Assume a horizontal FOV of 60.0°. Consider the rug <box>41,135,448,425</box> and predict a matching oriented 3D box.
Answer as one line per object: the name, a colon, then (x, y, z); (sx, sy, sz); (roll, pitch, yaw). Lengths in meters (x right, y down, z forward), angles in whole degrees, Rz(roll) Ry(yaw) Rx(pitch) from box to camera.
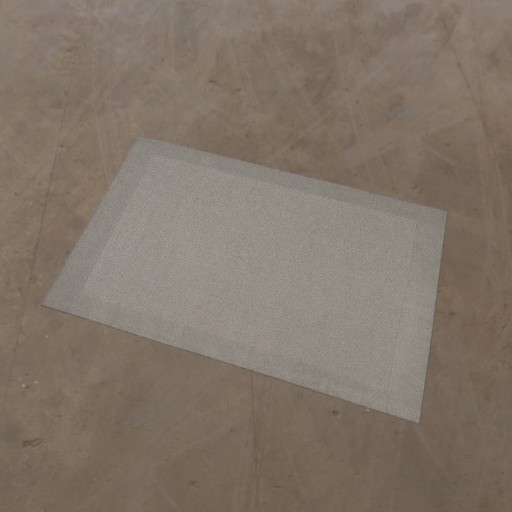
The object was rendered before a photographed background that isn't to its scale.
rug: (0.000, 0.000, 3.034); (2.438, 0.014, 1.524); (15, 63, 8)
